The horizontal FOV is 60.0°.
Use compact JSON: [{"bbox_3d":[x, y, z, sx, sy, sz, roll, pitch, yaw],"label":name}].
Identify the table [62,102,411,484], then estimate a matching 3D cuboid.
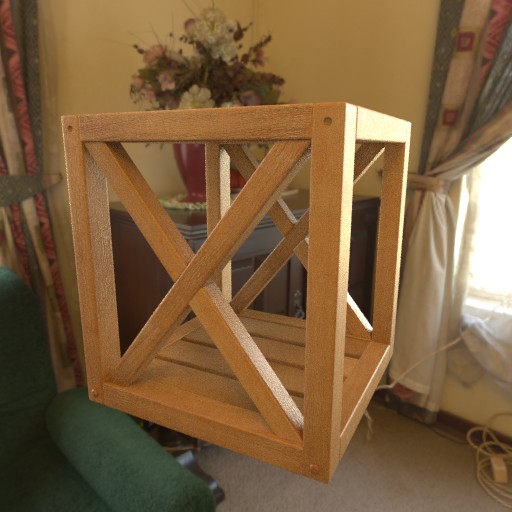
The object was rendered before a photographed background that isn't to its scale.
[{"bbox_3d":[0.000,0.000,1.029,0.559,0.610,0.558,7,15,27],"label":"table"}]
